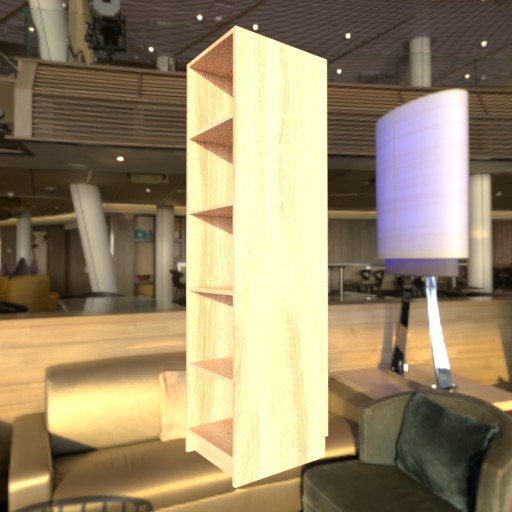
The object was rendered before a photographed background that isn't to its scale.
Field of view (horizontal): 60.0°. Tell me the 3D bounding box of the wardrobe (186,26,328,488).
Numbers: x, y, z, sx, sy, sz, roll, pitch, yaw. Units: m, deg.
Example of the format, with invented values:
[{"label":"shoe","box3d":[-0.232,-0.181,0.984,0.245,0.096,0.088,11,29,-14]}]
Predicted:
[{"label":"wardrobe","box3d":[0.000,0.000,2.400,0.588,2.117,0.496,1,-1,-36]}]
